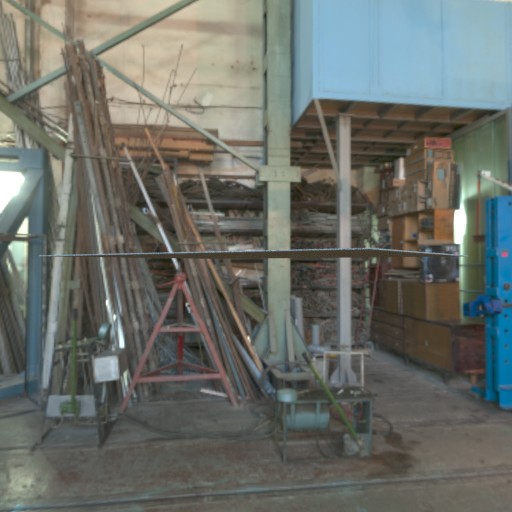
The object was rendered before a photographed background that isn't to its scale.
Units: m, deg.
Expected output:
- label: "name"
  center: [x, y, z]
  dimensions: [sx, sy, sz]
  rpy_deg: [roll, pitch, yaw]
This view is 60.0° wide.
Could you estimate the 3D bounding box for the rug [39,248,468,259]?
- label: "rug"
  center: [0.000, 0.000, 4.115]
  dimensions: [3.200, 0.007, 2.443]
  rpy_deg: [-1, -1, 36]
